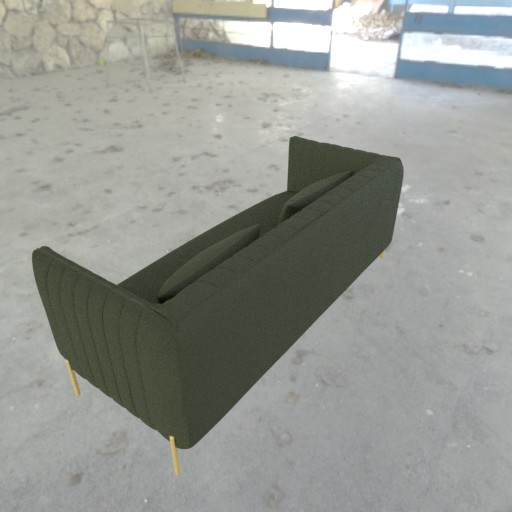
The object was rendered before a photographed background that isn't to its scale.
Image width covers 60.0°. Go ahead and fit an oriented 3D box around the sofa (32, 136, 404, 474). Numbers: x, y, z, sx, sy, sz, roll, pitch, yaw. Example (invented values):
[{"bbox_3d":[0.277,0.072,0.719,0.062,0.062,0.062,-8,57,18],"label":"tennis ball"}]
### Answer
[{"bbox_3d":[0.000,0.000,2.531,0.896,0.793,2.137,21,37,30],"label":"sofa"}]
